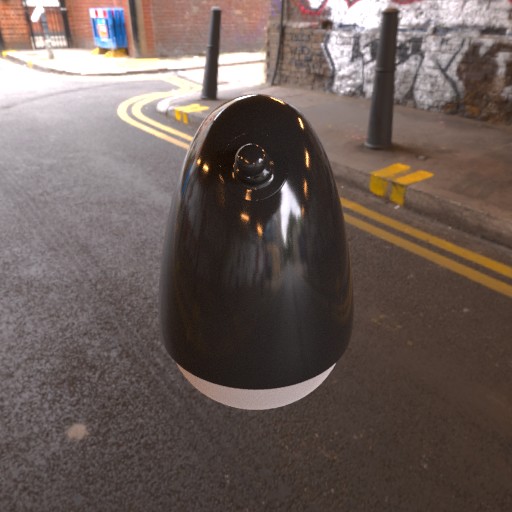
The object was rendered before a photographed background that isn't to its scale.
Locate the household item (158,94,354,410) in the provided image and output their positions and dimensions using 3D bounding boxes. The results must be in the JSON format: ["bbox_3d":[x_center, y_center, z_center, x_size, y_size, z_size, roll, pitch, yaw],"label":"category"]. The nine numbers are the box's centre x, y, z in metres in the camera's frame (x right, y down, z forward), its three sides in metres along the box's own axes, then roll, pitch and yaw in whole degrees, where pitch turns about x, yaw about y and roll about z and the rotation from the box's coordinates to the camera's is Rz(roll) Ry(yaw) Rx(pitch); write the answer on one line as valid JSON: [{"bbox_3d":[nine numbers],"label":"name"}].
[{"bbox_3d":[0.000,0.000,0.219,0.102,0.152,0.104,1,29,2],"label":"household item"}]
